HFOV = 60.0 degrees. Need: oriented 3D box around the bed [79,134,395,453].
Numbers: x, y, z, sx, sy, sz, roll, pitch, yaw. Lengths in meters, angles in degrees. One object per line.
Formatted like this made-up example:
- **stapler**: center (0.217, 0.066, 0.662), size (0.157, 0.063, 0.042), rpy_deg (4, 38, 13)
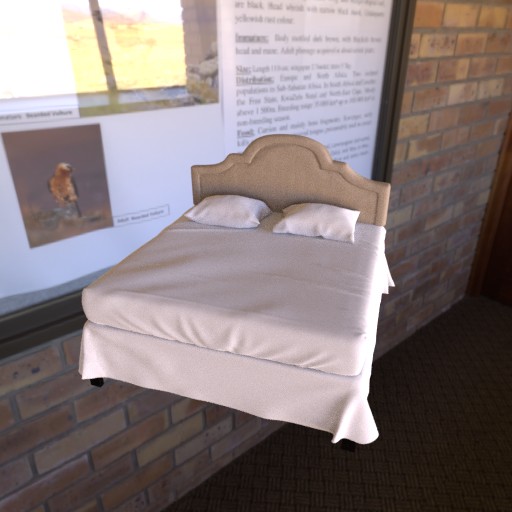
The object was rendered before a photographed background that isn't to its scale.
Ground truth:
- **bed**: center (0.000, 0.000, 3.663), size (2.303, 1.631, 2.222), rpy_deg (8, 28, 16)
